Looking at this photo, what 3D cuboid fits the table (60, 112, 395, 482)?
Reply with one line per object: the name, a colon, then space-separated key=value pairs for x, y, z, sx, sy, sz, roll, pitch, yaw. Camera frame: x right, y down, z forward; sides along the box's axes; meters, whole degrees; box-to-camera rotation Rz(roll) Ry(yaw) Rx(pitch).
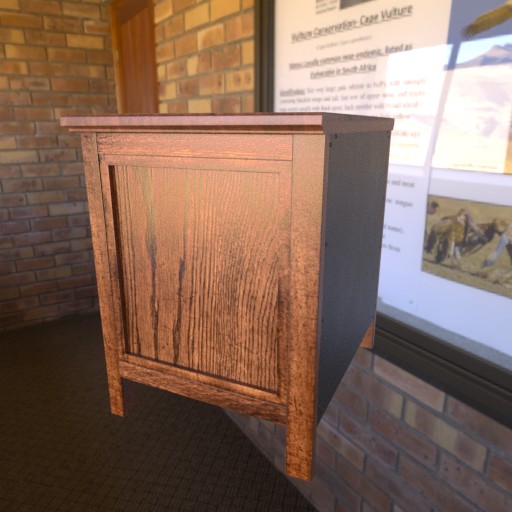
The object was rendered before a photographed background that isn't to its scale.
table: x=0.000 y=0.000 z=0.990 sx=0.461 sy=0.597 sz=0.586 roll=8 pitch=18 yaw=24
